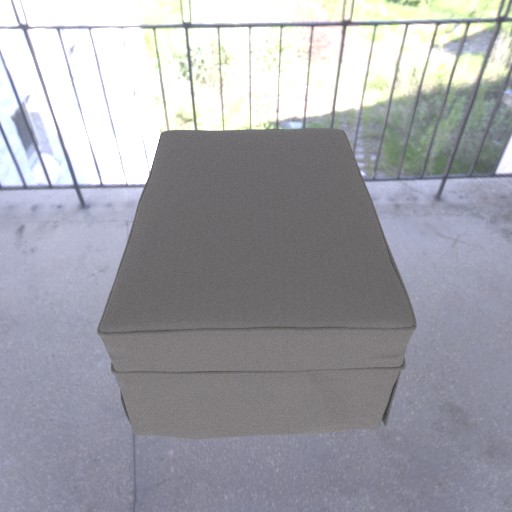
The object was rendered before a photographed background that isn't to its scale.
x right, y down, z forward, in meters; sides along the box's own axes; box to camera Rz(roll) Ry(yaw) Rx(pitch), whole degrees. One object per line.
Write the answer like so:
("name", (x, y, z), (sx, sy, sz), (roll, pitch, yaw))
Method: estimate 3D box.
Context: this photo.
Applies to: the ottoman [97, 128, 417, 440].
("ottoman", (0.000, 0.000, 1.337), (0.703, 0.479, 0.944), (-1, 41, -1))
